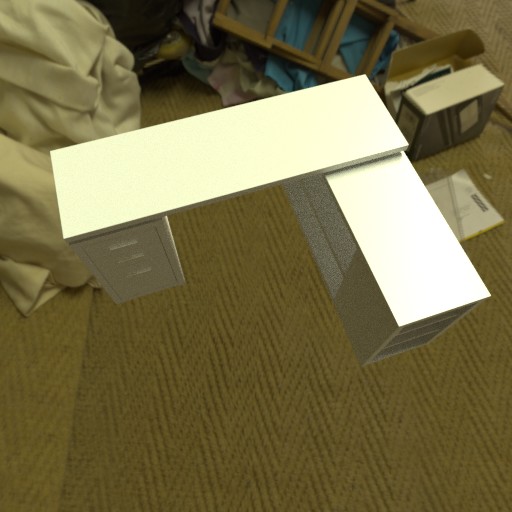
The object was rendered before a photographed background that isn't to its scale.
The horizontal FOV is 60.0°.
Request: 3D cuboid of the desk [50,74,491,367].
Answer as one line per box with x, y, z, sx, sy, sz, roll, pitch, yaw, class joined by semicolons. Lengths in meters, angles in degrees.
0.000;0.000;2.148;1.524;0.753;1.200;-16;65;-8;desk
